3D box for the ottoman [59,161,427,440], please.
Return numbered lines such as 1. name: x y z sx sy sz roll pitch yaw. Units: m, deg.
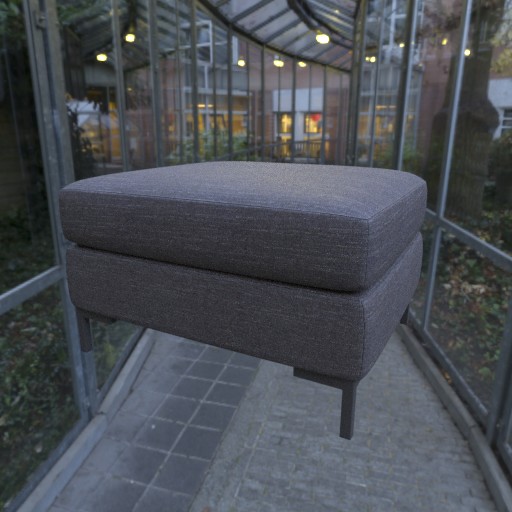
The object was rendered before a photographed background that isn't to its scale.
1. ottoman: 0.000 0.000 1.245 0.820 0.490 0.671 9 19 27
